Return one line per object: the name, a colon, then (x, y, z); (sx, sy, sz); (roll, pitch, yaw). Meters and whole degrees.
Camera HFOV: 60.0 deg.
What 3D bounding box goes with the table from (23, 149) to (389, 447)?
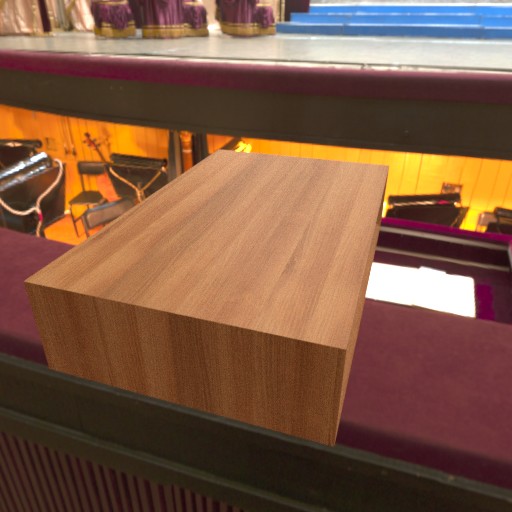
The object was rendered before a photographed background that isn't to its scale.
table: (0.000, 0.000, 1.404); (0.700, 0.330, 1.100); (9, 30, 16)
